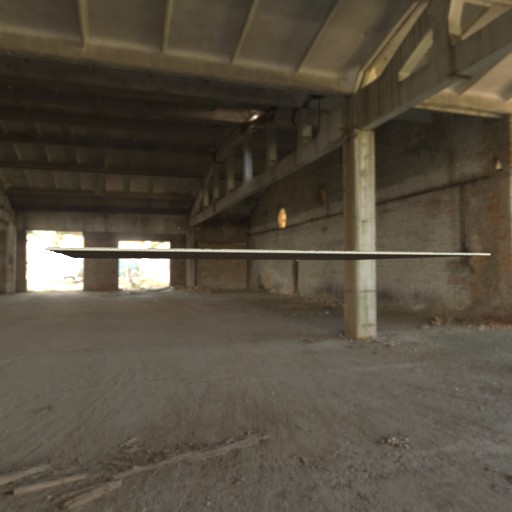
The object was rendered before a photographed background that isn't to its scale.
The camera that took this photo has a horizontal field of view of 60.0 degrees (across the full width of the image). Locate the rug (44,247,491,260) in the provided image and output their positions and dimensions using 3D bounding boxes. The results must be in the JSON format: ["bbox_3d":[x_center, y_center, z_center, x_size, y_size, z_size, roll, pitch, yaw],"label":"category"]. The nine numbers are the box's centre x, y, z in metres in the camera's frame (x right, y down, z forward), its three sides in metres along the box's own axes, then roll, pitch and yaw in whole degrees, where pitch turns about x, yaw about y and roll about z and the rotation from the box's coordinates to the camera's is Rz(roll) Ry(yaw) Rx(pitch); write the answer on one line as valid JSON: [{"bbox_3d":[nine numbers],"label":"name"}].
[{"bbox_3d":[0.000,0.000,2.285,1.831,0.012,1.213,1,-2,-18],"label":"rug"}]
